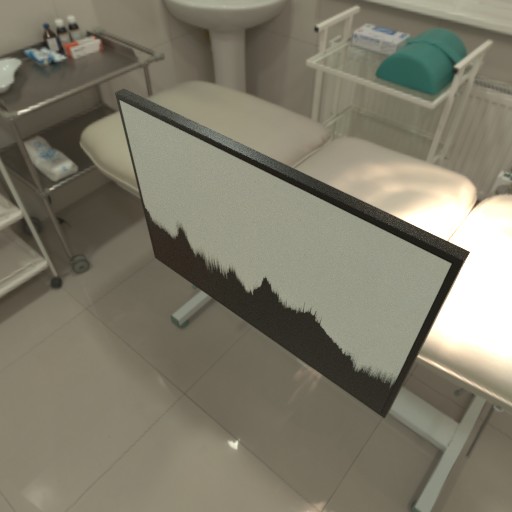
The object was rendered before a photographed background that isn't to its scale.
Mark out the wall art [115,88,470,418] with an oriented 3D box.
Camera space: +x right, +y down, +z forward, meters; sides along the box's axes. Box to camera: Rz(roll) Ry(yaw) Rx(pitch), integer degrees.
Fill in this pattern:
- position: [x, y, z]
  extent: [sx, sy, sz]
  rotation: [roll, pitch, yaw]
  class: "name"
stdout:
- position: [0.000, 0.000, 0.838]
  extent: [0.659, 0.446, 0.022]
  rotation: [31, 54, 26]
  class: "wall art"
